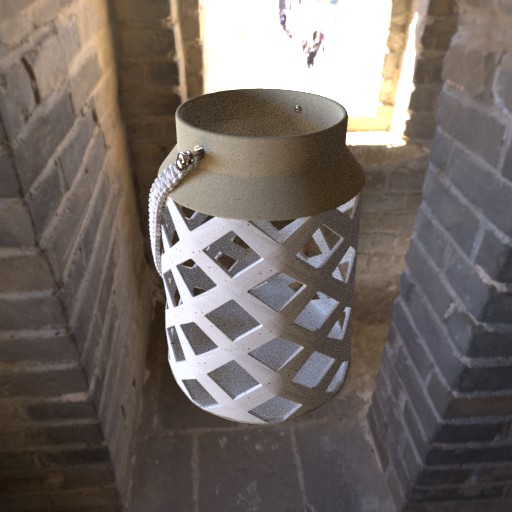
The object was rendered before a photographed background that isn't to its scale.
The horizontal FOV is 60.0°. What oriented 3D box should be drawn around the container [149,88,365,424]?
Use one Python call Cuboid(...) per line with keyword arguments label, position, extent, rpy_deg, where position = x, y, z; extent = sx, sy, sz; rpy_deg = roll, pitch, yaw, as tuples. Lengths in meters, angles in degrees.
Cuboid(label="container", position=(0.000, 0.000, 0.400), extent=(0.198, 0.264, 0.188), rpy_deg=(23, 40, 30))
